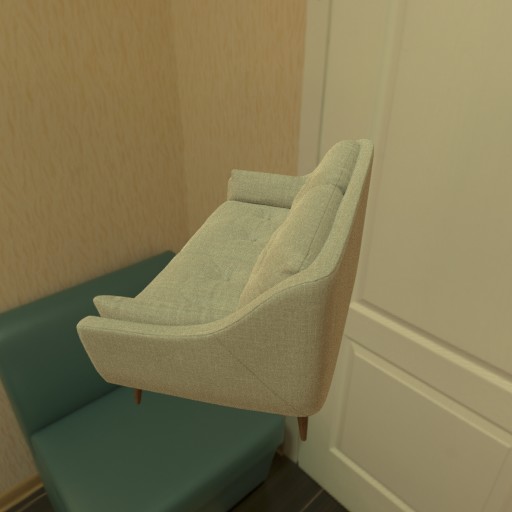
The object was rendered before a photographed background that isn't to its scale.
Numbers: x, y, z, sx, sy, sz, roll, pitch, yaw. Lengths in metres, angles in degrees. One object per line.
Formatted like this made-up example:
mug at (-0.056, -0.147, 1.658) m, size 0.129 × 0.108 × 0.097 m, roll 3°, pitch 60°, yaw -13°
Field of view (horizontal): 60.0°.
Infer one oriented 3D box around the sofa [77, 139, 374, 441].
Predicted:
sofa at (0.000, 0.000, 2.220) m, size 0.965 × 0.888 × 1.652 m, roll 9°, pitch 31°, yaw 15°
